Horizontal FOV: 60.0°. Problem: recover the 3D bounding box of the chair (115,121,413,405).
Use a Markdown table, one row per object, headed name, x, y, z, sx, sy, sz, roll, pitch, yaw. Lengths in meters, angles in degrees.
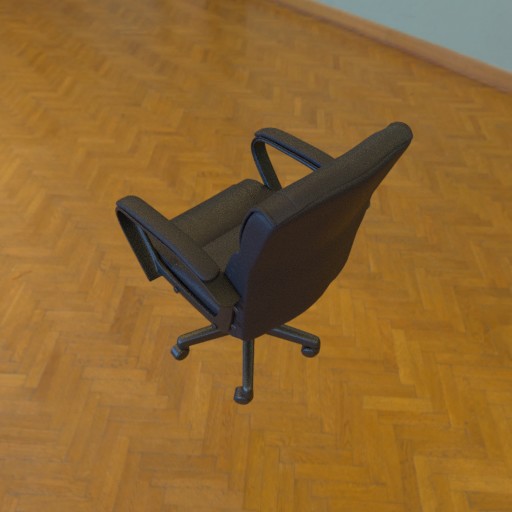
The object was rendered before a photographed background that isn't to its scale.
| name | x | y | z | sx | sy | sz | roll | pitch | yaw |
| --- | --- | --- | --- | --- | --- | --- | --- | --- | --- |
| chair | 0.000 | 0.000 | 1.356 | 0.576 | 0.998 | 0.641 | -34 | 56 | -27 |
